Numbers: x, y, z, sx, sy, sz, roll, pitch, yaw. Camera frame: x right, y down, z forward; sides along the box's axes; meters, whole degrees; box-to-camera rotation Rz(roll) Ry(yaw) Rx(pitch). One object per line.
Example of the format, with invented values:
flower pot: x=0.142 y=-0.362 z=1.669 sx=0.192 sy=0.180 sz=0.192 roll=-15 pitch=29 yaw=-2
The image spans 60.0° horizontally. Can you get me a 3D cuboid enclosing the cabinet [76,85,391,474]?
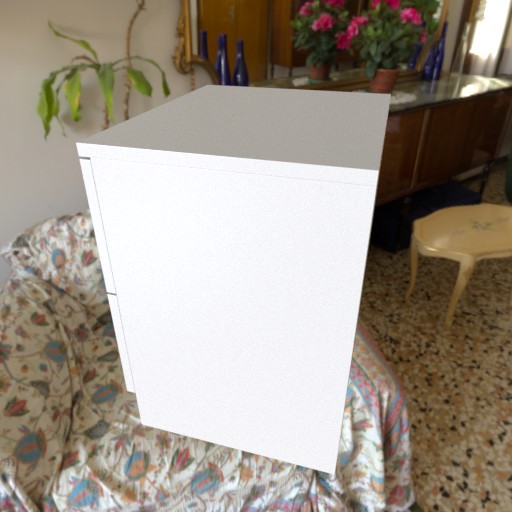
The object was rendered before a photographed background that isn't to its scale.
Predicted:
cabinet: x=0.000 y=0.000 z=0.748 sx=0.360 sy=0.470 sz=0.400 roll=8 pitch=31 yaw=14
